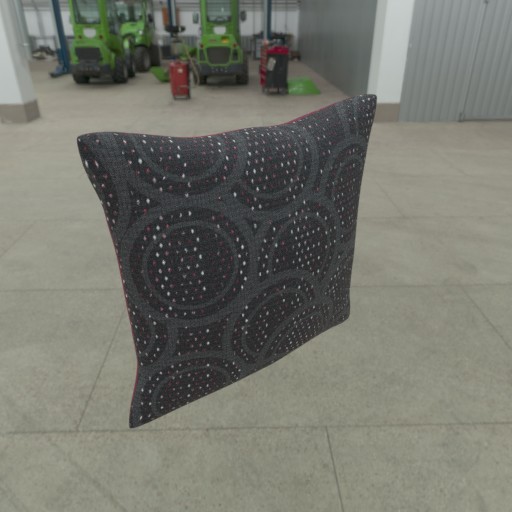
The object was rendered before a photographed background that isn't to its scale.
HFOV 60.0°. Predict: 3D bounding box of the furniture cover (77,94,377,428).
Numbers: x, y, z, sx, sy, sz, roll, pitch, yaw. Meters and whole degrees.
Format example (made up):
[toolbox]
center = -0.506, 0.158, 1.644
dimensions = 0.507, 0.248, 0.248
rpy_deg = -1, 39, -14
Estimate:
[furniture cover]
center = 0.000, 0.000, 0.798
dimensions = 0.552, 0.509, 0.193
rpy_deg = -20, 34, -32
